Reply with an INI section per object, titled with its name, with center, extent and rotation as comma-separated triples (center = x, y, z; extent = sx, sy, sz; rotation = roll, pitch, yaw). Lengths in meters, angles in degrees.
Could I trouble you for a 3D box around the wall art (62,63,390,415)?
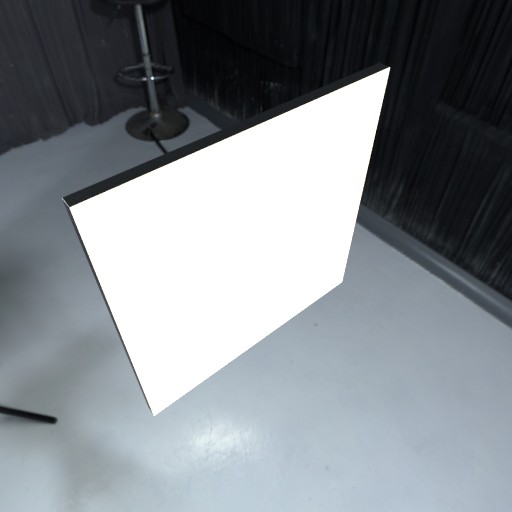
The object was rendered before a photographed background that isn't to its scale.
[wall art]
center = 0.000, 0.000, 1.146
extent = 0.773, 0.775, 0.031
rotation = -31, 54, -26
